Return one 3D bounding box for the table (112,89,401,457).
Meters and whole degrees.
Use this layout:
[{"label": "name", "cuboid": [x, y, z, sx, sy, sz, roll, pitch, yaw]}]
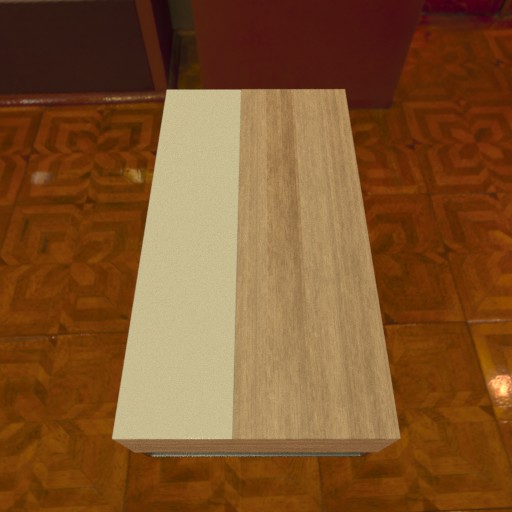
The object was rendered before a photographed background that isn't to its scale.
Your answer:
[{"label": "table", "cuboid": [0.000, 0.000, 1.355, 0.600, 0.350, 1.100, 0, 59, 0]}]
